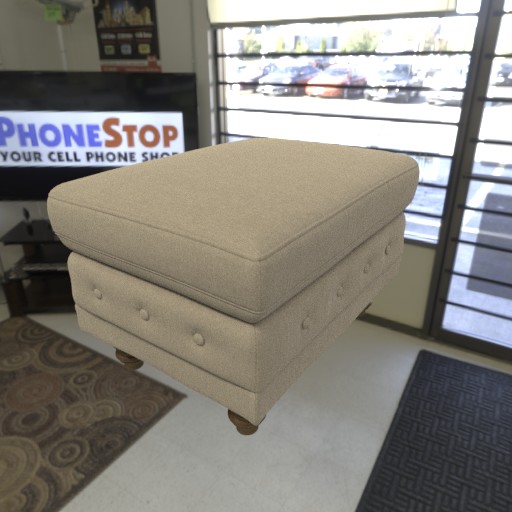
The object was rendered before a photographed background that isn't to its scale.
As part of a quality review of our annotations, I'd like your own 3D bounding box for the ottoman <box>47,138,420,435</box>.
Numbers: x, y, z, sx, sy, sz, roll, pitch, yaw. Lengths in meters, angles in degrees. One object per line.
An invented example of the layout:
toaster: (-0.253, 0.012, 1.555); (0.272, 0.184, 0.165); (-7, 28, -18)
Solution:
ottoman: (0.000, 0.000, 1.131); (0.569, 0.500, 0.771); (16, 29, 32)
